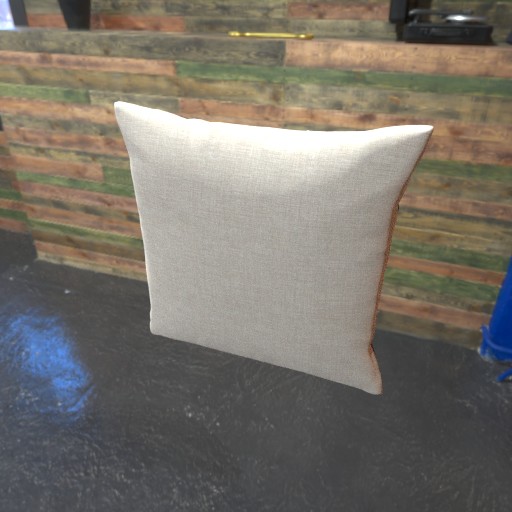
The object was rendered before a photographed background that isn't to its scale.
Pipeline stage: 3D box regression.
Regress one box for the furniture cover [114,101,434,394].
[{"bbox_3d":[0.000,0.000,0.802,0.517,0.508,0.158,11,32,18],"label":"furniture cover"}]
